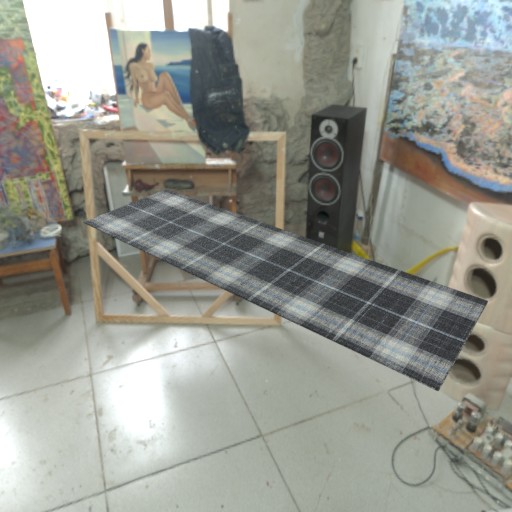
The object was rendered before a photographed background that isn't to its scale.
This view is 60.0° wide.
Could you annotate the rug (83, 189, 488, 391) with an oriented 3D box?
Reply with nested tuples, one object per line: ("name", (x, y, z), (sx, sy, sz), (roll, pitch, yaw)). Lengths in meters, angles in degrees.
("rug", (0.000, 0.000, 2.659), (2.434, 0.012, 0.760), (22, 37, 32))
